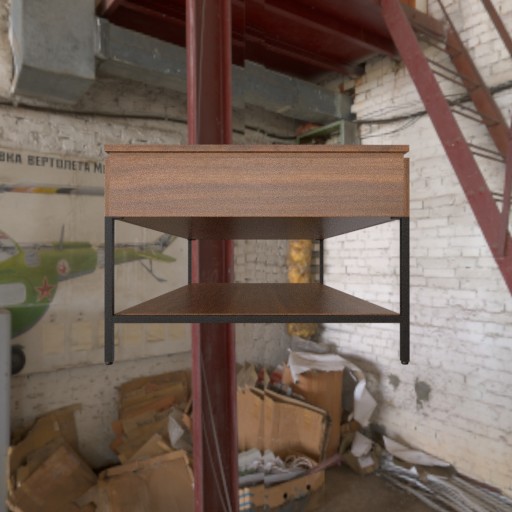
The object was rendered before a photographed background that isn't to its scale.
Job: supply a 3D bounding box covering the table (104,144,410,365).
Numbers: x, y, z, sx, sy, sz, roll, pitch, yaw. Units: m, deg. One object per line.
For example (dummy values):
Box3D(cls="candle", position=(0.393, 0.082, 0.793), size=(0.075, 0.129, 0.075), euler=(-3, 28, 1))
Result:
Box3D(cls="table", position=(0.000, 0.000, 1.360), size=(0.574, 0.414, 1.057), euler=(0, 0, 0))
